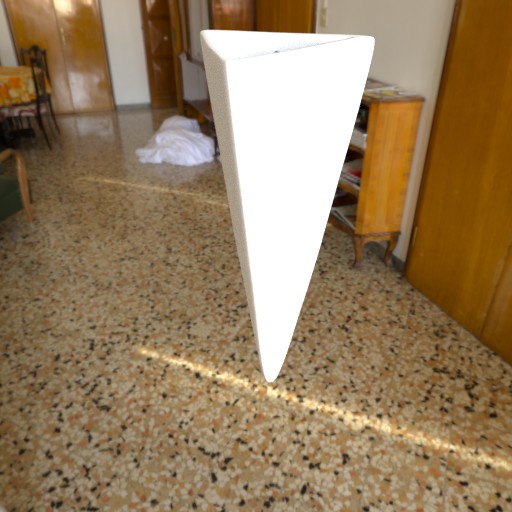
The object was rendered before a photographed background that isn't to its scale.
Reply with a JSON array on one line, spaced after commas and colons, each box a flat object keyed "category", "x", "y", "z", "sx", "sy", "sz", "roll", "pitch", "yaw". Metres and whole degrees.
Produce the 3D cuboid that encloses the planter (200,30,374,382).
[{"category": "planter", "x": 0.000, "y": 0.000, "z": 0.378, "sx": 0.143, "sy": 0.338, "sz": 0.065, "roll": 18, "pitch": 34, "yaw": 29}]
